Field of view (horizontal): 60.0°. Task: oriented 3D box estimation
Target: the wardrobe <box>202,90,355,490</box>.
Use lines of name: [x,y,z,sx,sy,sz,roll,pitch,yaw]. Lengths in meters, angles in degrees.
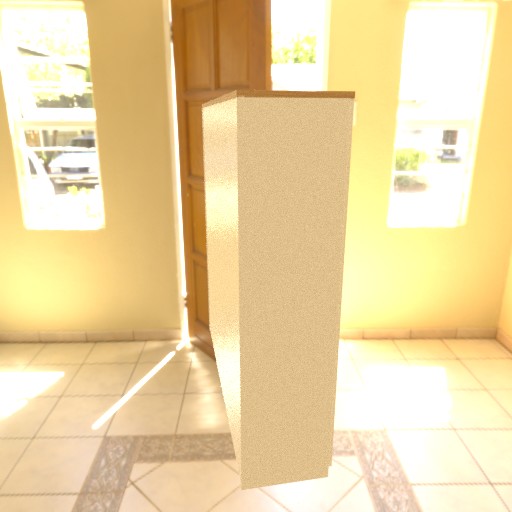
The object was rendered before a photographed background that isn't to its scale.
wardrobe: [0.000,0.000,3.399,0.590,2.260,2.160,-3,18,-10]
